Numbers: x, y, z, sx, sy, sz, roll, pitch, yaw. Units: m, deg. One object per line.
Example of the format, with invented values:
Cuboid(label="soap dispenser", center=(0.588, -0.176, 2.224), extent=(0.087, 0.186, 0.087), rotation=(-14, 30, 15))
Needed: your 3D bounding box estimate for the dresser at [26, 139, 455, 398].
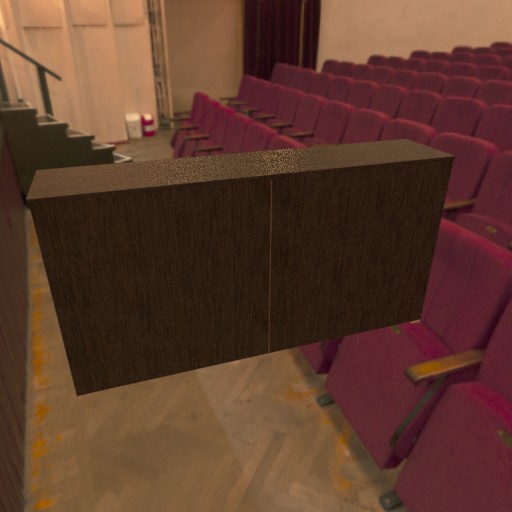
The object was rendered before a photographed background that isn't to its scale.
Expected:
Cuboid(label="dresser", center=(0.000, 0.000, 1.840), extent=(1.535, 0.790, 0.333), rotation=(-9, 29, -17))
